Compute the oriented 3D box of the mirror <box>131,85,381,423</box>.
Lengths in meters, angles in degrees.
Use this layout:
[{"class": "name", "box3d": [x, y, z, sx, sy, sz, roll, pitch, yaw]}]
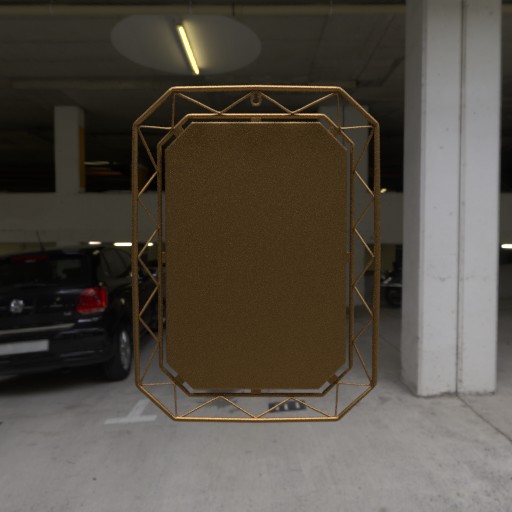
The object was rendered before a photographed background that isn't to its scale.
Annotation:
[{"class": "mirror", "box3d": [0.000, 0.000, 0.759, 0.417, 0.566, 0.042, 0, 2, 0]}]
